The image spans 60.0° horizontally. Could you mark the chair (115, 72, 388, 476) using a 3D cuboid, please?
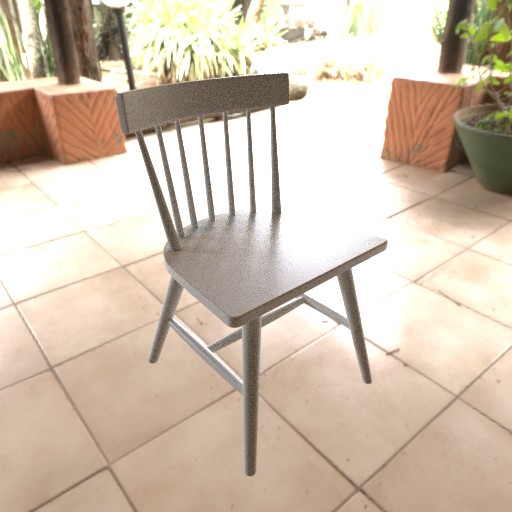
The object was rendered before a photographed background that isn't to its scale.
[{"bbox_3d":[0.000,0.000,1.109,0.483,0.787,0.500,-23,37,-34],"label":"chair"}]
